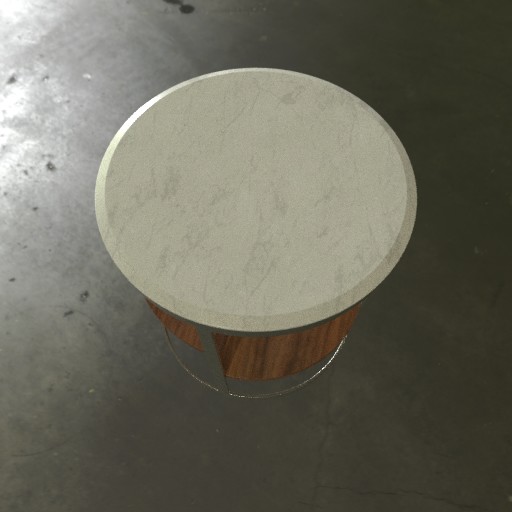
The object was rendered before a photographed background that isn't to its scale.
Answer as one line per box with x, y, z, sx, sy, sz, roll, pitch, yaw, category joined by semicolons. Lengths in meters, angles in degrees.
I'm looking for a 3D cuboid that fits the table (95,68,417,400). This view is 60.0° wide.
0.000;0.000;0.760;0.407;0.447;0.407;0;62;0;table
